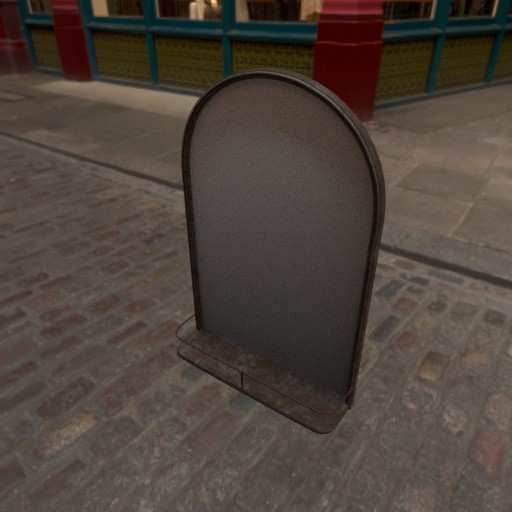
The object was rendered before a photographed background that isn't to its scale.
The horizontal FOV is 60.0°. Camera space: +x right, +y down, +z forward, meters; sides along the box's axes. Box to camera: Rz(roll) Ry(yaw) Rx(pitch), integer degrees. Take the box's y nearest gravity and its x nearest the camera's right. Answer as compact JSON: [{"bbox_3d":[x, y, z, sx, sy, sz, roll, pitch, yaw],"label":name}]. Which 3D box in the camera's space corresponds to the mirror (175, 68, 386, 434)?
[{"bbox_3d":[0.000,0.000,0.998,0.510,0.770,0.137,20,37,29],"label":"mirror"}]
